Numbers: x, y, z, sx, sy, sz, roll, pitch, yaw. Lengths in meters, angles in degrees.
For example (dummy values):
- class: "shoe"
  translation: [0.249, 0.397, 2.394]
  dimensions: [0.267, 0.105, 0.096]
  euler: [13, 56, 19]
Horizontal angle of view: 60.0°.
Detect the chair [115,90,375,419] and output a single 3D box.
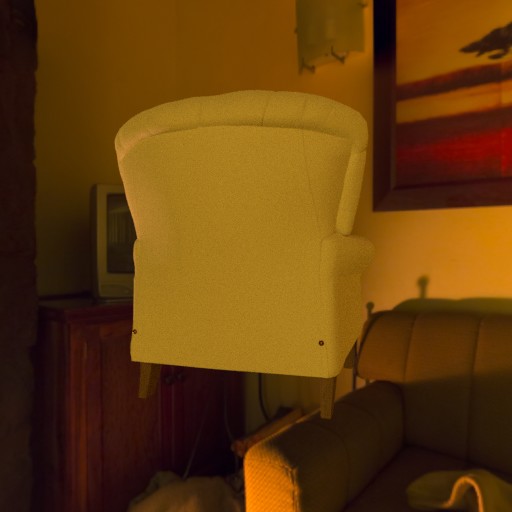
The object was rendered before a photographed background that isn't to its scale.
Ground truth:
- class: "chair"
  translation: [0.000, 0.000, 2.032]
  dimensions: [1.035, 1.169, 1.132]
  euler: [0, 0, 18]
